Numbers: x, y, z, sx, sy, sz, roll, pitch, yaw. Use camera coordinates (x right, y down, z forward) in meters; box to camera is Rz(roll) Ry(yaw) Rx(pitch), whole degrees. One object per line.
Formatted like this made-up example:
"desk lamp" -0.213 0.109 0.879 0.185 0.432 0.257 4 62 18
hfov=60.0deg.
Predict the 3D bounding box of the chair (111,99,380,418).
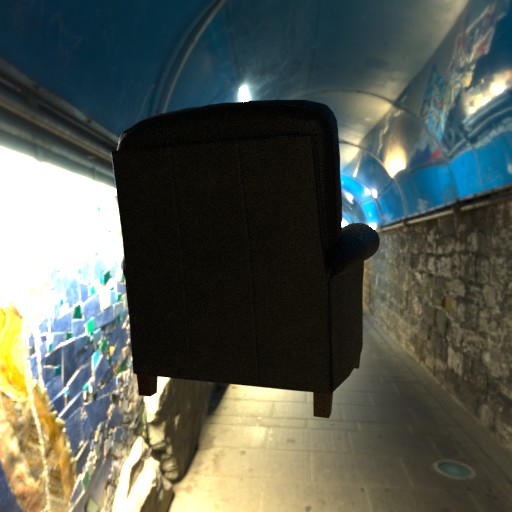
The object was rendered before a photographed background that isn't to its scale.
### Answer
"chair" 0.000 0.000 1.793 0.936 1.018 0.986 0 0 19
